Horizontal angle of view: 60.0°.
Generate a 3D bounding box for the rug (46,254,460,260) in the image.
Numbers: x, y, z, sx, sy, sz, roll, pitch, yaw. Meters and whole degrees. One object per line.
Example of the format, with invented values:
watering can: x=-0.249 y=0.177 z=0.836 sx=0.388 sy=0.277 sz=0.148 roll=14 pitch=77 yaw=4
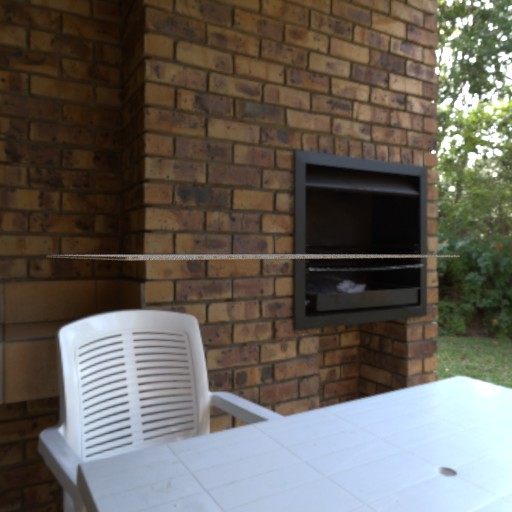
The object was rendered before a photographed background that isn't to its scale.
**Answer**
rug: x=0.000 y=0.000 z=2.347 sx=1.829 sy=0.011 sz=1.219 roll=0 pitch=1 yaw=-35
